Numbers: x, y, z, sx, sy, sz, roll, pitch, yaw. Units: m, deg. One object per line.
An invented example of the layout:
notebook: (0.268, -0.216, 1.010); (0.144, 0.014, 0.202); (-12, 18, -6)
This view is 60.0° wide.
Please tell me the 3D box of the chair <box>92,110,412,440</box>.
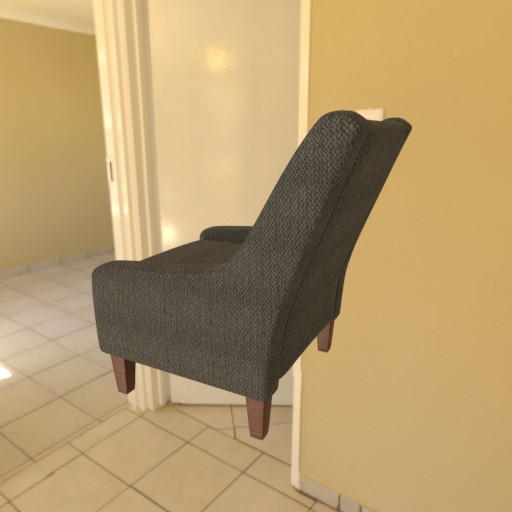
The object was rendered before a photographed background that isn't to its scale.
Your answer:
chair: (0.000, 0.000, 1.685); (0.944, 1.012, 0.793); (8, 18, 26)
